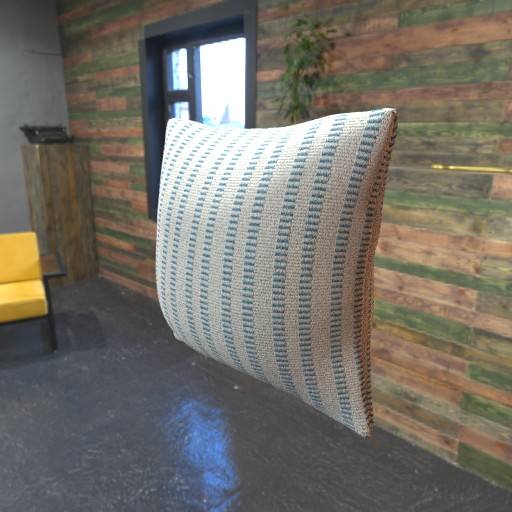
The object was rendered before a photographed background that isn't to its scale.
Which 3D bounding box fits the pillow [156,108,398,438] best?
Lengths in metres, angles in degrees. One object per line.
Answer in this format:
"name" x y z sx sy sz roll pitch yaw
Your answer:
"pillow" 0.000 0.000 0.684 0.438 0.419 0.247 15 21 43
